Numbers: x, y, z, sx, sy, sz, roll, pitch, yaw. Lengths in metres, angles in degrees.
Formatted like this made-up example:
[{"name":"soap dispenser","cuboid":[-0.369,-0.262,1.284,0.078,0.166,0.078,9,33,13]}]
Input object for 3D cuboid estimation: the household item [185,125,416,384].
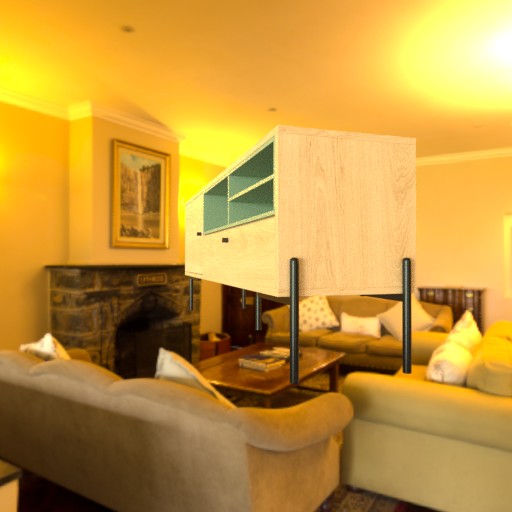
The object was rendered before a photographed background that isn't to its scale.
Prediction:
[{"name":"household item","cuboid":[0.000,0.000,1.804,0.400,0.600,1.550,0,0,-17]}]
